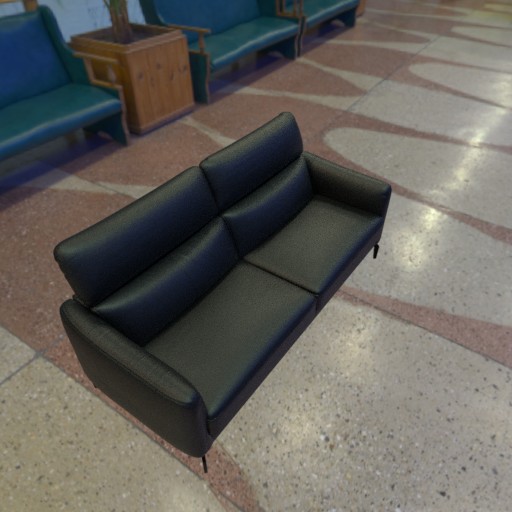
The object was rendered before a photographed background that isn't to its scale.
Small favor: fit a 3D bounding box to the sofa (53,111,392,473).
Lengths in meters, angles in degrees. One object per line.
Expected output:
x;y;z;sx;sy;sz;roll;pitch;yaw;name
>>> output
0.000;0.000;2.548;0.856;0.957;2.069;25;46;27;sofa
